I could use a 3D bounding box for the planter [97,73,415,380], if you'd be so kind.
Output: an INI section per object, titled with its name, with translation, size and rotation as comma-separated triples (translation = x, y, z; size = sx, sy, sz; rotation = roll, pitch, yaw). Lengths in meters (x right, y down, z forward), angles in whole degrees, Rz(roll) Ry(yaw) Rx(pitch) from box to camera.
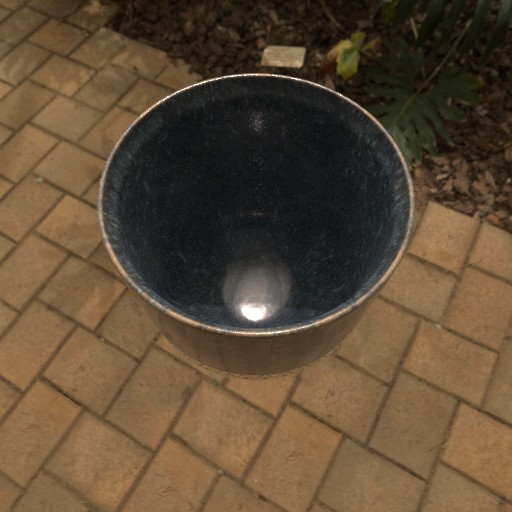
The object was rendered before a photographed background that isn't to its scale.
[planter]
translation = 0.000, 0.000, 0.494
size = 0.266, 0.270, 0.266
rotation = 0, 63, 0
